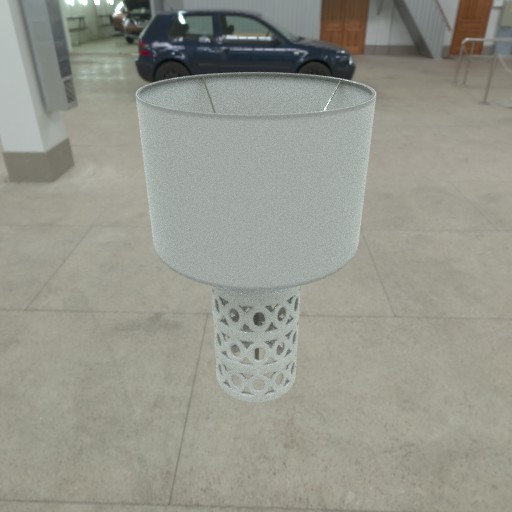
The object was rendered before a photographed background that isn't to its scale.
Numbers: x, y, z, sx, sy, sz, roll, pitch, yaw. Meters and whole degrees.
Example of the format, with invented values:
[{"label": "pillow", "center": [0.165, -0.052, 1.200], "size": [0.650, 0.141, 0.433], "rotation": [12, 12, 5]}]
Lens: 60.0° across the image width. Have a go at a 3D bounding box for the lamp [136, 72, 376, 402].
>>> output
[{"label": "lamp", "center": [0.000, 0.000, 0.703], "size": [0.310, 0.502, 0.310], "rotation": [0, 30, 0]}]
